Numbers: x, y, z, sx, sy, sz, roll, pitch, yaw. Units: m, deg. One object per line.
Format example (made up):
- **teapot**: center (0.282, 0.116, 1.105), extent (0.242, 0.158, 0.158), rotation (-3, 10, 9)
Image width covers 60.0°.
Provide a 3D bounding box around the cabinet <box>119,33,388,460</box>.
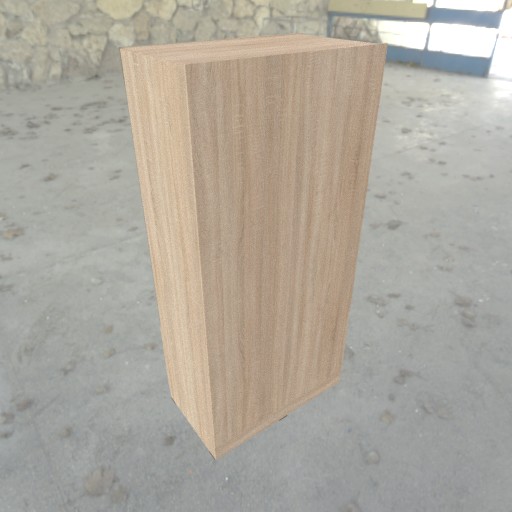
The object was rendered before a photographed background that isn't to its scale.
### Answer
- **cabinet**: center (0.000, 0.000, 2.448), extent (1.001, 2.121, 0.590), rotation (-21, 37, -30)
